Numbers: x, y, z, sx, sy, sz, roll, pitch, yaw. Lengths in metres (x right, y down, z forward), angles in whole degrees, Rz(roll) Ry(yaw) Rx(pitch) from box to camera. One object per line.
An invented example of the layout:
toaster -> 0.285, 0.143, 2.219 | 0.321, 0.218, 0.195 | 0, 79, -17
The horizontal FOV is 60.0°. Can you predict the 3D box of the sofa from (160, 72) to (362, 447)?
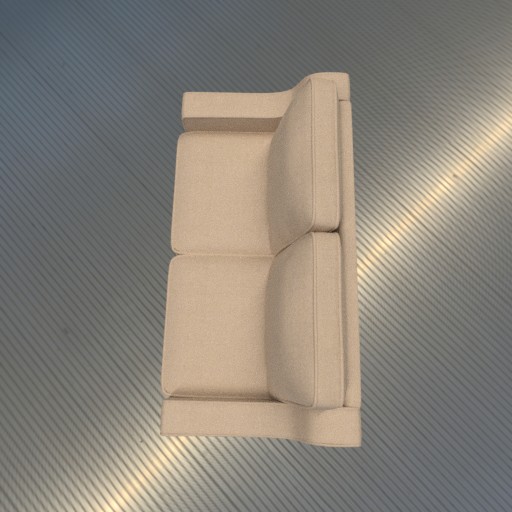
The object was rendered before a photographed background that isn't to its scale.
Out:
sofa -> 0.000, 0.000, 3.440 | 1.351, 1.562, 2.587 | 1, 76, 0
